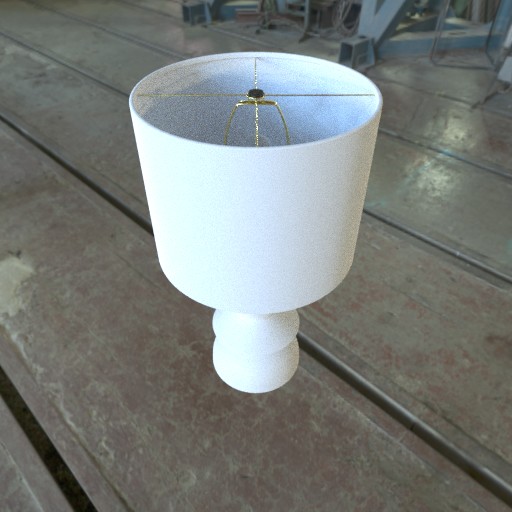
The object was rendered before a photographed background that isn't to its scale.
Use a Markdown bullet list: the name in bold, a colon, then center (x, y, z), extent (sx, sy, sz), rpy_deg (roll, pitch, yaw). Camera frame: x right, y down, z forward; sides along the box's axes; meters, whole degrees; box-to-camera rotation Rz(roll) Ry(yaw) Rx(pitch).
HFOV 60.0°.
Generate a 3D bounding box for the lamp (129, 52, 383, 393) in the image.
- **lamp**: center (0.000, 0.000, 0.711), extent (0.301, 0.533, 0.301), rpy_deg (0, 41, 0)
